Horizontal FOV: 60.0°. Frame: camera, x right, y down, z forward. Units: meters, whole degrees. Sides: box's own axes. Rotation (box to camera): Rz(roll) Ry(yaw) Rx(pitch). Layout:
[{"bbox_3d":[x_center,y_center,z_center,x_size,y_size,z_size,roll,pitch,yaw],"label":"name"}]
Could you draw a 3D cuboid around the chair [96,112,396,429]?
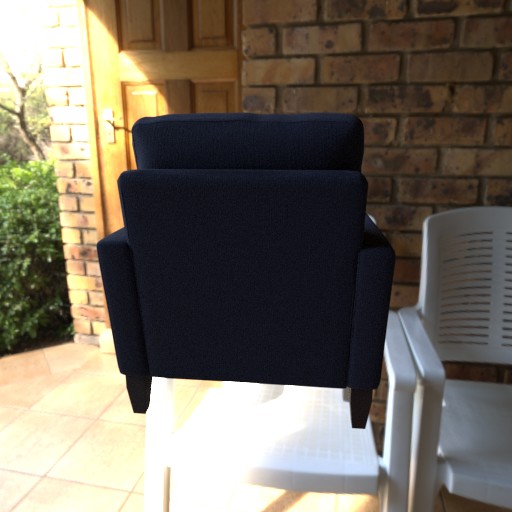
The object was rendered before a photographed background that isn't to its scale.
[{"bbox_3d":[0.000,0.000,1.653,0.855,0.991,0.897,2,15,6],"label":"chair"}]
